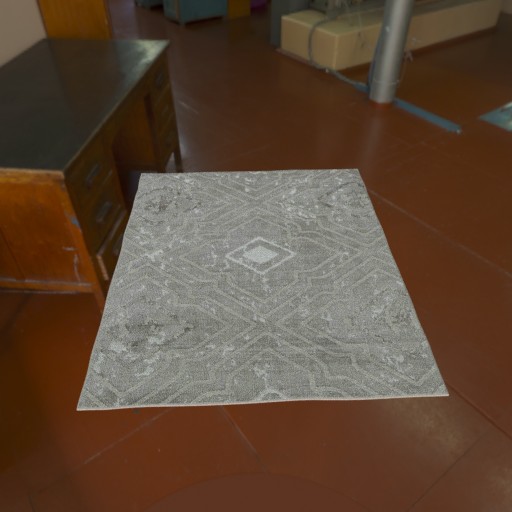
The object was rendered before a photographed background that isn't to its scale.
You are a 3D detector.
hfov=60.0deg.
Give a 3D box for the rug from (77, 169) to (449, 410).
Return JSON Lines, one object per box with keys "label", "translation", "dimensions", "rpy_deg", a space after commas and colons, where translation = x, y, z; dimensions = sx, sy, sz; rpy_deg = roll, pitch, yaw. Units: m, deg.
{"label": "rug", "translation": [0.000, 0.000, 0.884], "dimensions": [0.548, 0.006, 0.639], "rpy_deg": [-2, 42, -2]}
